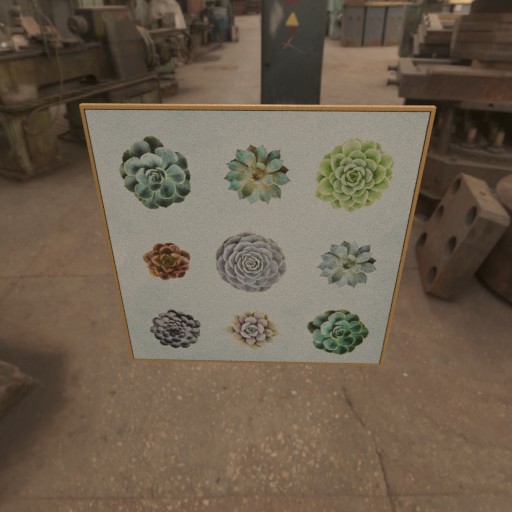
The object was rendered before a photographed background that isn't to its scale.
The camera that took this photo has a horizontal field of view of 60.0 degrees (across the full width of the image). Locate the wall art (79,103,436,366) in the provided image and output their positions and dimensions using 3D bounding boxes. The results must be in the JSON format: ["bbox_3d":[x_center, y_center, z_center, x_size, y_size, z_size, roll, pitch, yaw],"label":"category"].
[{"bbox_3d":[0.000,0.000,0.992,0.657,0.655,0.014,1,32,1],"label":"wall art"}]
